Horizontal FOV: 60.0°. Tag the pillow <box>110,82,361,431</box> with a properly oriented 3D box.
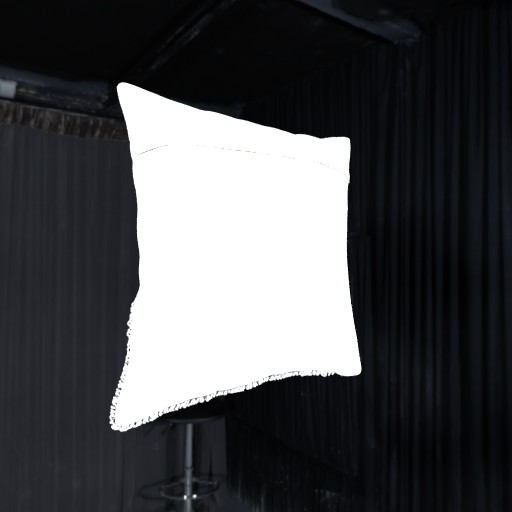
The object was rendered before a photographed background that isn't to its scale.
[{"bbox_3d":[0.000,0.000,0.730,0.475,0.473,0.178,1,-1,-37],"label":"pillow"}]
